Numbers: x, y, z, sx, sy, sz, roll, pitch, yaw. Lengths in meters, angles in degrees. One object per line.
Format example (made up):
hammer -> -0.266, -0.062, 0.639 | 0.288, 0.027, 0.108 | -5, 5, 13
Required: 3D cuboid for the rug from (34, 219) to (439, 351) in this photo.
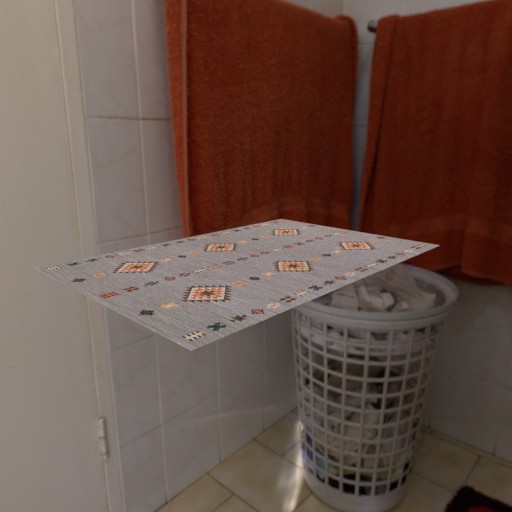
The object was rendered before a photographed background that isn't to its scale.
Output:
rug -> 0.000, 0.000, 2.358 | 1.217, 0.005, 1.818 | 14, 21, 42
